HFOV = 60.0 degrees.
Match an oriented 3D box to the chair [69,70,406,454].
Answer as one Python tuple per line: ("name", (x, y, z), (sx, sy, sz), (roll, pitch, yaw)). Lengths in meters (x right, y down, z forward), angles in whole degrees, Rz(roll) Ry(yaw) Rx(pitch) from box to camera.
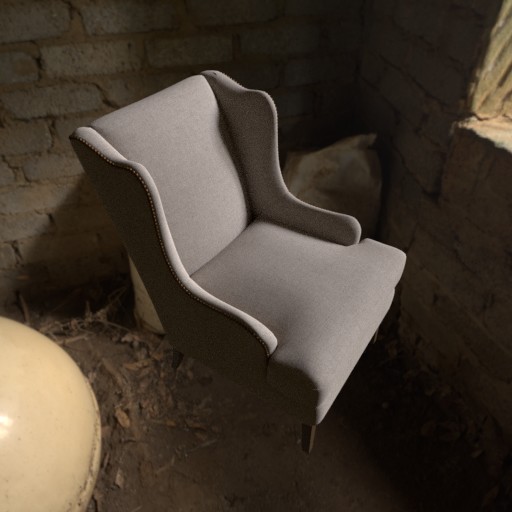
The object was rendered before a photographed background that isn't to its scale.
("chair", (0.000, 0.000, 1.647), (0.940, 1.029, 0.737), (24, 47, 25))
